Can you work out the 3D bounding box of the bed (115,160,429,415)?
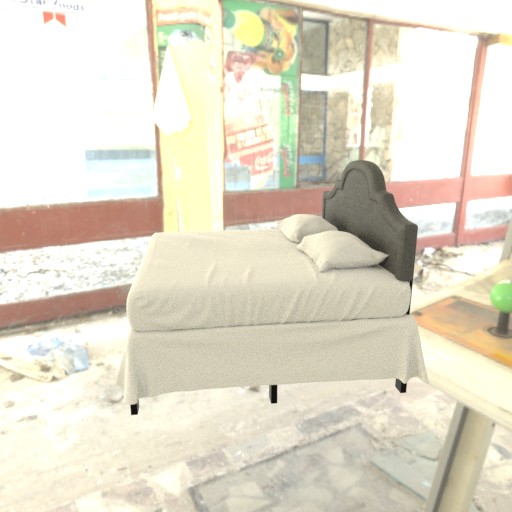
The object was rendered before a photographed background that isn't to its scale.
[{"bbox_3d":[0.000,0.000,3.885,2.222,1.631,2.303,-2,15,-8],"label":"bed"}]
